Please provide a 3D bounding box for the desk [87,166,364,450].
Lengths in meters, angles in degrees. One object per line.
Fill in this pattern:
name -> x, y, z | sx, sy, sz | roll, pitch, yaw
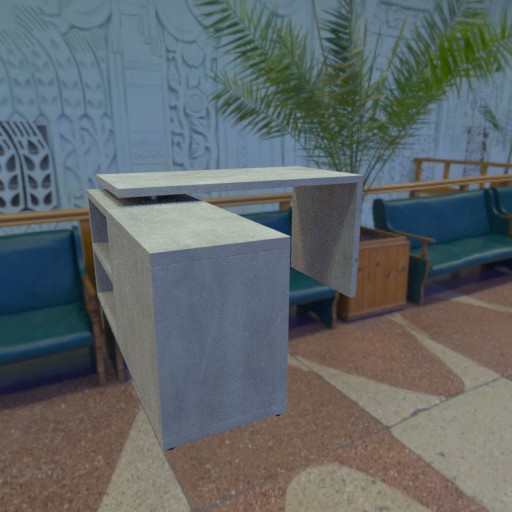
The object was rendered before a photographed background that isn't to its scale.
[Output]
desk -> 0.000, 0.000, 2.246 | 1.400, 0.740, 1.500 | -8, 18, -25
